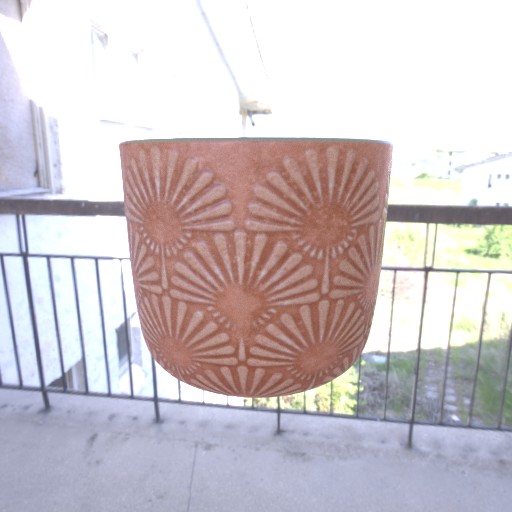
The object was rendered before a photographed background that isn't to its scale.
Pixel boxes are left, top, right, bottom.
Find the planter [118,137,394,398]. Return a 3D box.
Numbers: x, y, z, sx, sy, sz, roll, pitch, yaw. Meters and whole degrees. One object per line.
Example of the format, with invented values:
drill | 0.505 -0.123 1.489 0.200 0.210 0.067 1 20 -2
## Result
planter | 0.000 0.000 0.220 0.124 0.109 0.124 0 13 0
